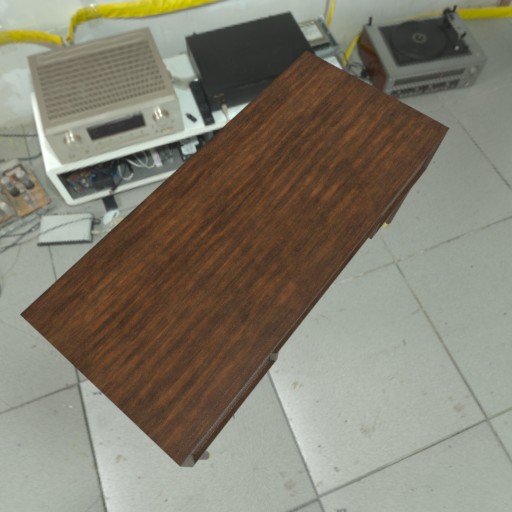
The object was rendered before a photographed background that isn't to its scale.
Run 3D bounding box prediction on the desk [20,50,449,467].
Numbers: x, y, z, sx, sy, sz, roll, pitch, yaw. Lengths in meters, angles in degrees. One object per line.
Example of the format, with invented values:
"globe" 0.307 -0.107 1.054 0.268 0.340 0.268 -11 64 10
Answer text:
"desk" 0.000 0.000 1.950 0.724 0.762 1.575 36 69 16
